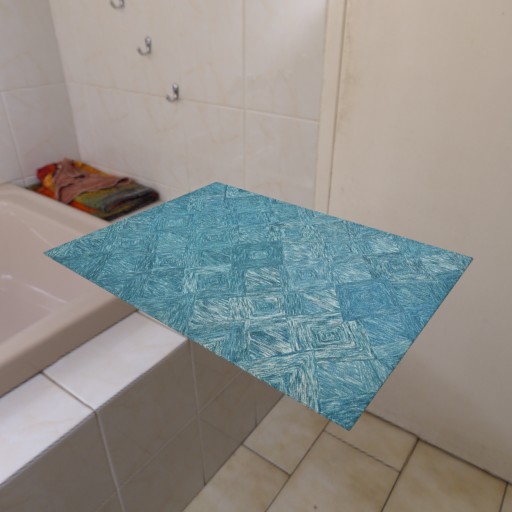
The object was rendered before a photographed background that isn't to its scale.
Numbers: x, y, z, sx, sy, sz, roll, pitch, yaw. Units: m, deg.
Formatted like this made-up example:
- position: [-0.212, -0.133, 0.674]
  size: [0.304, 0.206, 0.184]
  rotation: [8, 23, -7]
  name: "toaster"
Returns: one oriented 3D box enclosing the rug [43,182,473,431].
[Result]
- position: [0.000, 0.000, 4.135]
  size: [3.217, 0.027, 2.405]
  rotation: [21, 36, 32]
  name: "rug"
